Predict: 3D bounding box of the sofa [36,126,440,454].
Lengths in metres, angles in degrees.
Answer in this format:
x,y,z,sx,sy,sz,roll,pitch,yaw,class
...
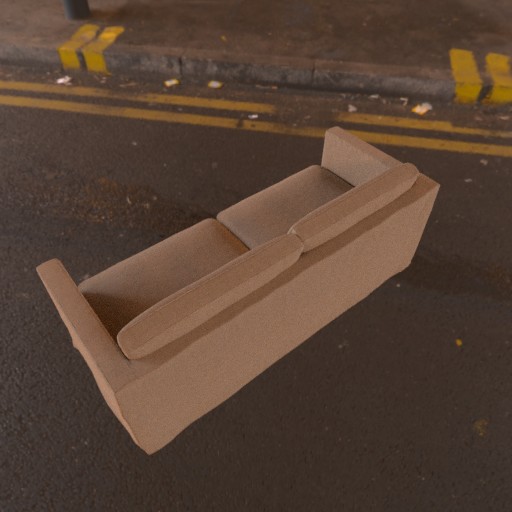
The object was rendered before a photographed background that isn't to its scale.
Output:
x,y,z,sx,sy,sz,roll,pitch,yaw,class
0.000,0.000,2.767,2.296,0.847,0.956,-30,54,-26,sofa
